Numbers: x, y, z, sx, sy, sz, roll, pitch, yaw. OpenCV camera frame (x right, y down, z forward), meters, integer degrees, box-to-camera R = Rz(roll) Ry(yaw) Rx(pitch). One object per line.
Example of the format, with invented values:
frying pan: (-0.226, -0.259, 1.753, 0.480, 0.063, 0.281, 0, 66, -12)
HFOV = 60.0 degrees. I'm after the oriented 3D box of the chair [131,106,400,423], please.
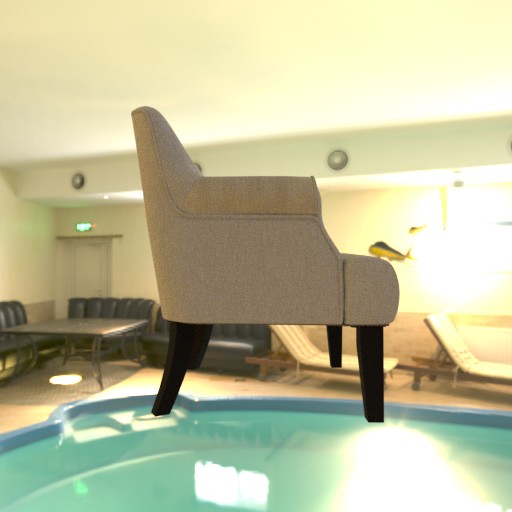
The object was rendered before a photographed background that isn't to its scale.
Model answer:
chair: (0.000, 0.000, 1.494, 0.755, 0.880, 0.772, 0, -1, 1)
